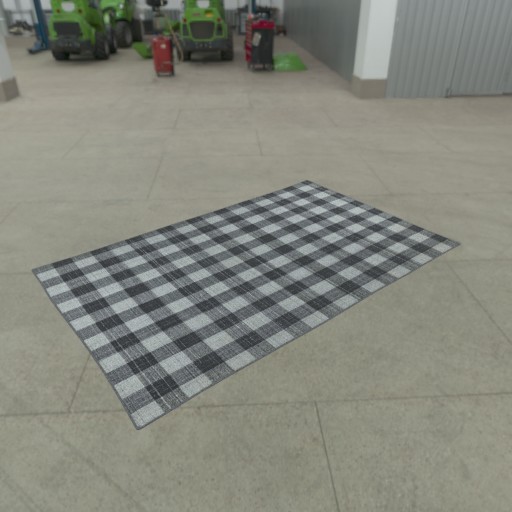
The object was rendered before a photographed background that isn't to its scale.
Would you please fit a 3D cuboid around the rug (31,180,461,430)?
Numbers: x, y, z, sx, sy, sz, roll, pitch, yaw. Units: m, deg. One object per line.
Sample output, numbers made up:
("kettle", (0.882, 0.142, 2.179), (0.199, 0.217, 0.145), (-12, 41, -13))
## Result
("rug", (0.000, 0.000, 2.985), (2.476, 0.011, 1.554), (-22, 38, -32))
